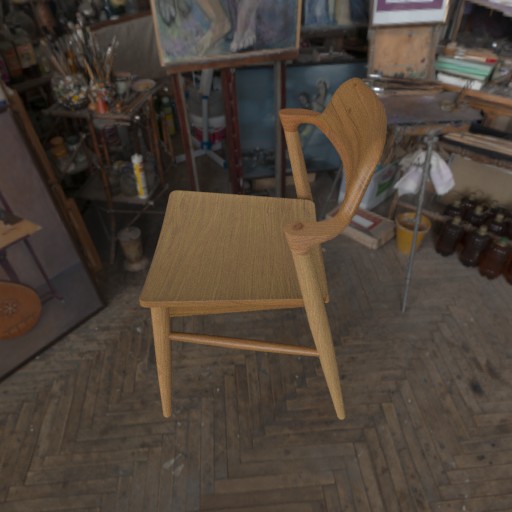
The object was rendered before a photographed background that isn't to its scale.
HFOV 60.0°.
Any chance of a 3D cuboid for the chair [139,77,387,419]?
[{"bbox_3d":[0.000,0.000,1.116,0.499,0.792,0.512,1,42,1],"label":"chair"}]
